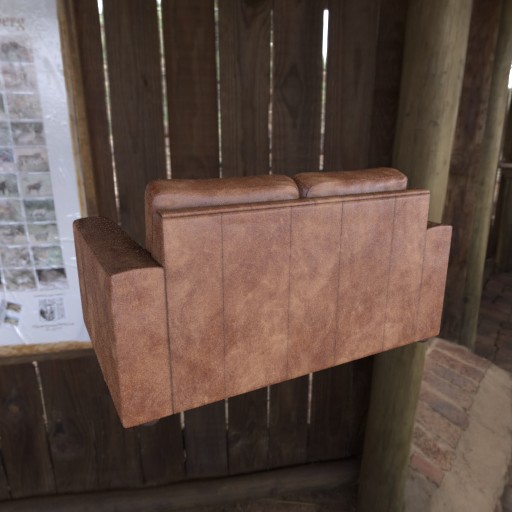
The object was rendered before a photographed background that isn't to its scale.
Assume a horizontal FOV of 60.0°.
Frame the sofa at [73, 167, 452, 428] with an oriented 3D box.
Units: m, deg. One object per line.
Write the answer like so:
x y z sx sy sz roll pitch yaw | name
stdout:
0.000 0.000 2.262 1.626 0.889 1.041 -8 18 -27 | sofa
